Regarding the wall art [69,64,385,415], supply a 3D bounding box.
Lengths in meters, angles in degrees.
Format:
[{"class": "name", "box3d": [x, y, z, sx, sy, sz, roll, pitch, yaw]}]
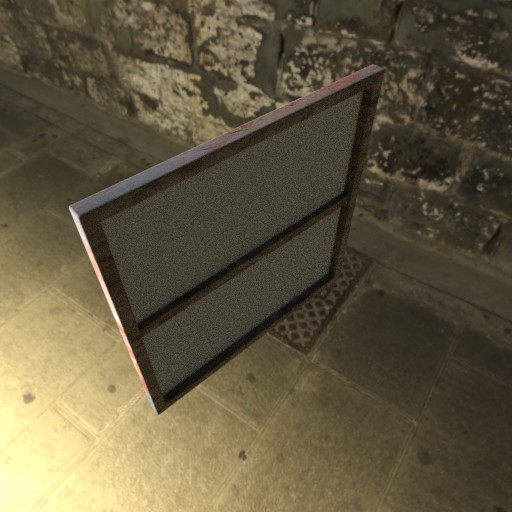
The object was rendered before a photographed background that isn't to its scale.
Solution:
[{"class": "wall art", "box3d": [0.000, 0.000, 1.121, 0.747, 0.747, 0.035, -33, 56, -26]}]
